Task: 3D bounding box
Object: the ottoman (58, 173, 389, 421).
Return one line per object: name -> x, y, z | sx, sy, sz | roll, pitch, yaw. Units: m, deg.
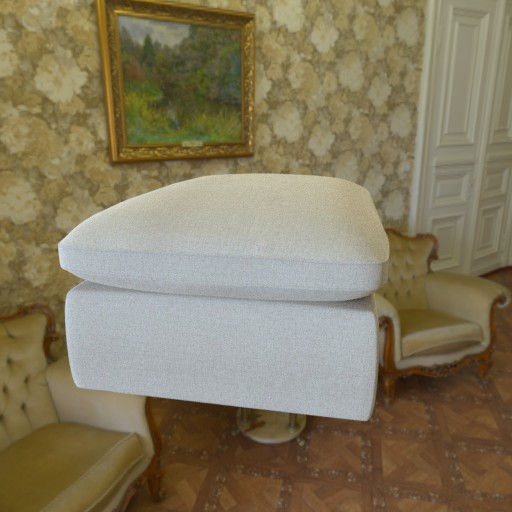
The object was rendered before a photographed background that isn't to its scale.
ottoman -> 0.000, 0.000, 1.323 | 0.686, 0.453, 0.984 | 3, 16, 11
